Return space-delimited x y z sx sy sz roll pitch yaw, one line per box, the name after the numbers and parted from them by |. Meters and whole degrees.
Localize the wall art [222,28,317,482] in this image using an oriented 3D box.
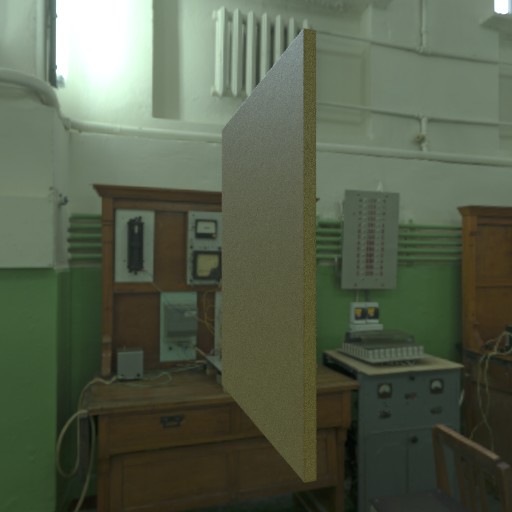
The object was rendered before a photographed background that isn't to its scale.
0.000 0.000 1.362 0.030 1.002 0.798 0 -1 -17 | wall art
